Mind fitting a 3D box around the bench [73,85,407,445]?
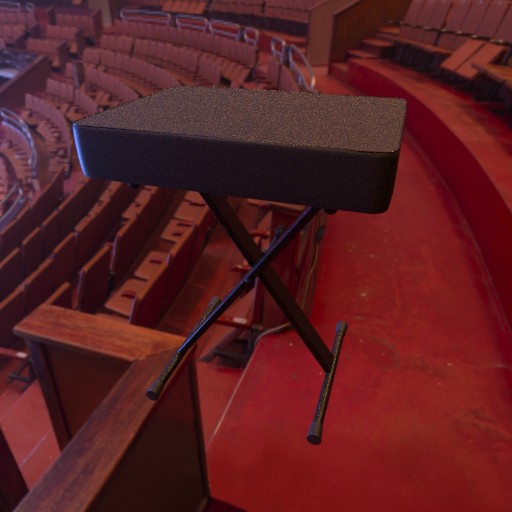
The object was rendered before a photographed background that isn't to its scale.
[{"bbox_3d":[0.000,0.000,0.781,0.424,0.500,0.321,9,31,16],"label":"bench"}]
